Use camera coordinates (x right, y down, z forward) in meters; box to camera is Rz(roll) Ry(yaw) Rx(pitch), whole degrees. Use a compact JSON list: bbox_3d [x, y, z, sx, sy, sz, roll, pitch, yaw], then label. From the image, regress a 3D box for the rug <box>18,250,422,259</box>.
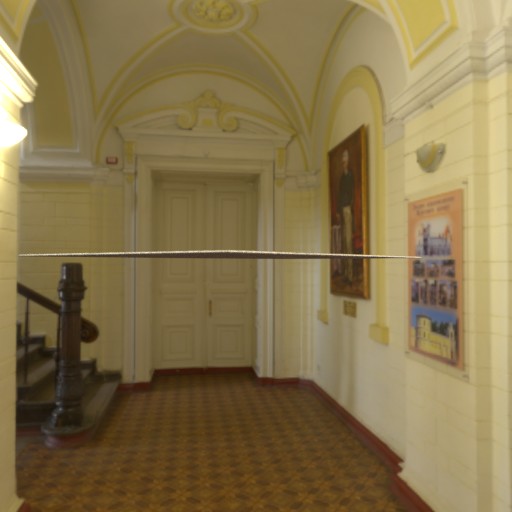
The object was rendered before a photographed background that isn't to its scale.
[{"bbox_3d":[0.000,0.000,3.034,1.527,0.021,2.447,-1,-1,36],"label":"rug"}]
